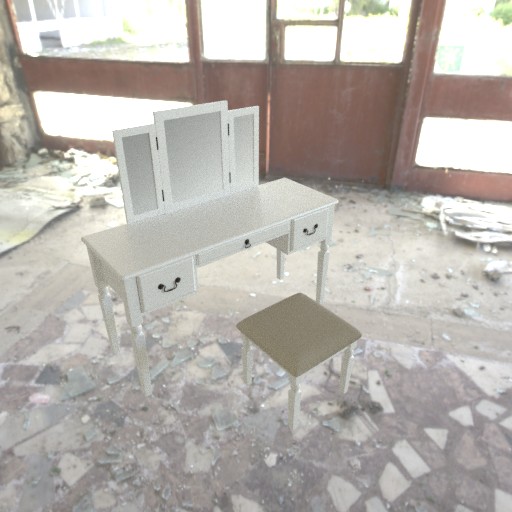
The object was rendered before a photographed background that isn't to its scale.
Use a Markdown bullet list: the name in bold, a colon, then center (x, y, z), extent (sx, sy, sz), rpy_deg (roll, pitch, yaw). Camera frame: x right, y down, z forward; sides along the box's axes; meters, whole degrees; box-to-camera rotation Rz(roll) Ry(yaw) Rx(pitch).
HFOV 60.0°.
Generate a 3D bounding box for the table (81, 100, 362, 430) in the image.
- **table**: center (0.000, 0.000, 2.262), extent (1.369, 1.310, 1.115), rpy_deg (-22, 37, -32)
